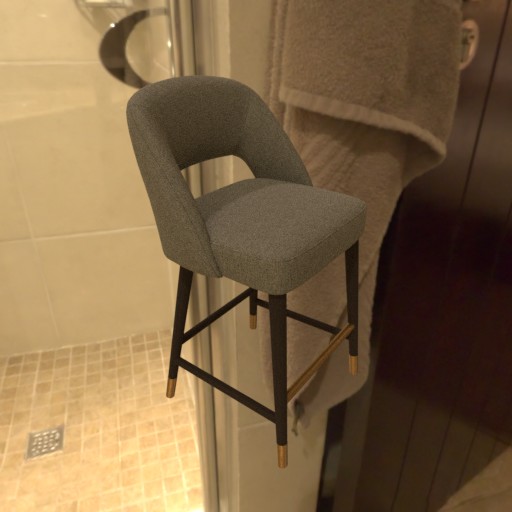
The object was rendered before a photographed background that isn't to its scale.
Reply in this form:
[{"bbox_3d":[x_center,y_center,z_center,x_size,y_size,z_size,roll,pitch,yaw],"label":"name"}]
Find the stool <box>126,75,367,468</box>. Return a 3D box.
[{"bbox_3d":[0.000,0.000,1.259,0.524,0.925,0.536,19,33,32],"label":"stool"}]
